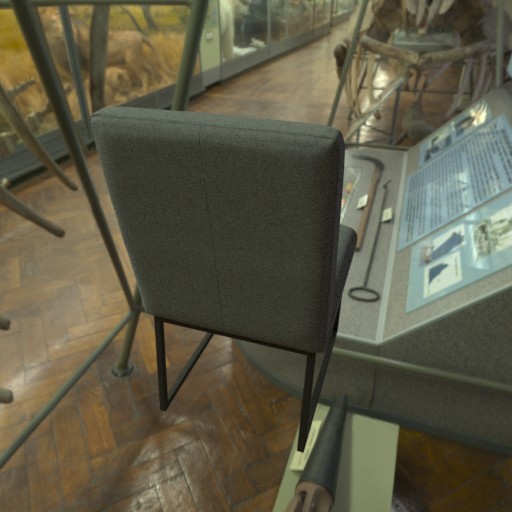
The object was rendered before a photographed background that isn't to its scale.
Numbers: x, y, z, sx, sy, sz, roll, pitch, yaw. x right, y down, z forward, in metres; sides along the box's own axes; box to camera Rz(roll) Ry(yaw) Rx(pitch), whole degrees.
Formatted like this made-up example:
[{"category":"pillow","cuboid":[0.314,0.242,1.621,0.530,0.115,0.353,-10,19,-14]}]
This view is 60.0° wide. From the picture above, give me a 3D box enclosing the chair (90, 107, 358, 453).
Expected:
[{"category":"chair","cuboid":[0.000,0.000,1.293,0.520,0.930,0.634,10,33,16]}]
